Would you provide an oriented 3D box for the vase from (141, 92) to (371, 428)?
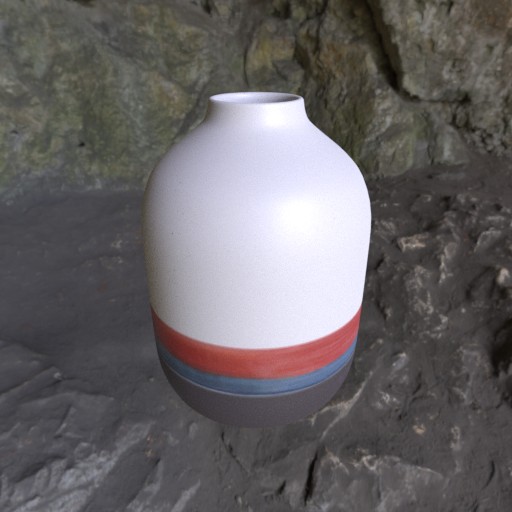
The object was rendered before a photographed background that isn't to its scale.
[{"bbox_3d":[0.000,0.000,0.349,0.169,0.237,0.169,0,26,0],"label":"vase"}]
